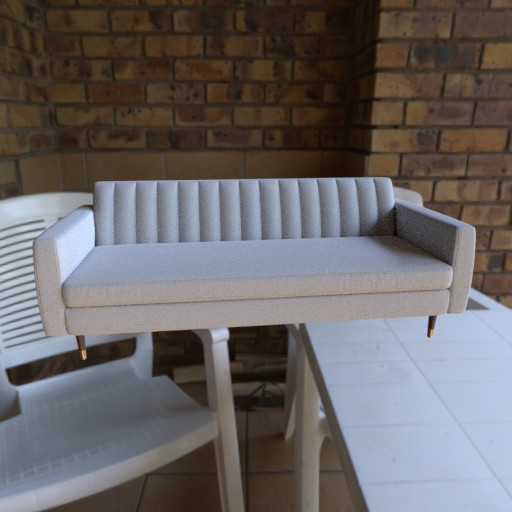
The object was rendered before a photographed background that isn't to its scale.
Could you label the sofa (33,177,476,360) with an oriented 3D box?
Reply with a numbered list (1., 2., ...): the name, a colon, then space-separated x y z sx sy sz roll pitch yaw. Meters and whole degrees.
1. sofa: 0.000 0.000 2.687 2.291 0.821 0.990 -2 17 -7
